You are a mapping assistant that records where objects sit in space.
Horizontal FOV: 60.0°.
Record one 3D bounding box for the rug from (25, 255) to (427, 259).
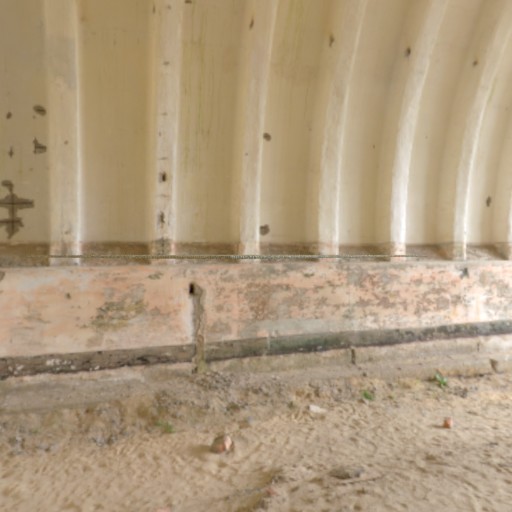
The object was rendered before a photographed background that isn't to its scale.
[{"bbox_3d":[0.000,0.000,2.936,1.547,0.013,2.283,0,0,38],"label":"rug"}]
